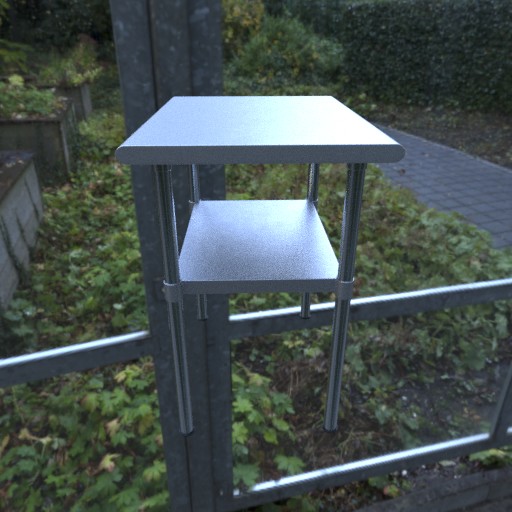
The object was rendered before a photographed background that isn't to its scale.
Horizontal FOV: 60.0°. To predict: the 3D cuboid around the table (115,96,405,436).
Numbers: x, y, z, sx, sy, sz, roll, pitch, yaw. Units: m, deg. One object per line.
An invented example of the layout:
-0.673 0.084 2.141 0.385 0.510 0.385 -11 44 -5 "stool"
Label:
0.000 0.000 1.417 0.584 0.876 0.762 -1 27 -1 "table"
